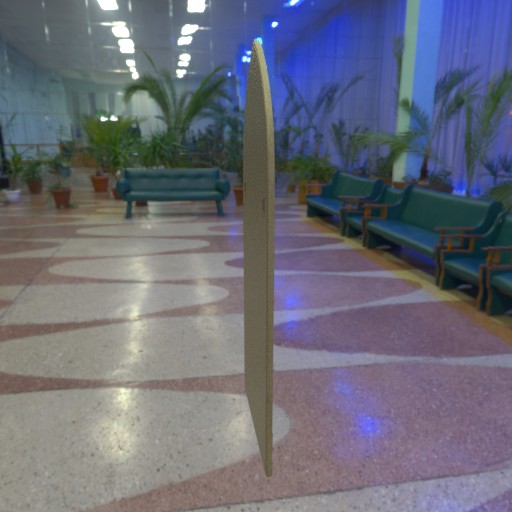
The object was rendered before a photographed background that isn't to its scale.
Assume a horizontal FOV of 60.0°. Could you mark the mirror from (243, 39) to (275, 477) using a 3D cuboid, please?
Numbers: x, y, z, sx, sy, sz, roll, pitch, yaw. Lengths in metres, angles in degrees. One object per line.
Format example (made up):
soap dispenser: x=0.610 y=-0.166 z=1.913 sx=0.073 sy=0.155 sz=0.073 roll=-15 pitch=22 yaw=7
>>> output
mirror: x=0.000 y=0.000 z=1.319 sx=0.025 sy=1.175 sz=0.464 roll=-2 pitch=16 yaw=-9
